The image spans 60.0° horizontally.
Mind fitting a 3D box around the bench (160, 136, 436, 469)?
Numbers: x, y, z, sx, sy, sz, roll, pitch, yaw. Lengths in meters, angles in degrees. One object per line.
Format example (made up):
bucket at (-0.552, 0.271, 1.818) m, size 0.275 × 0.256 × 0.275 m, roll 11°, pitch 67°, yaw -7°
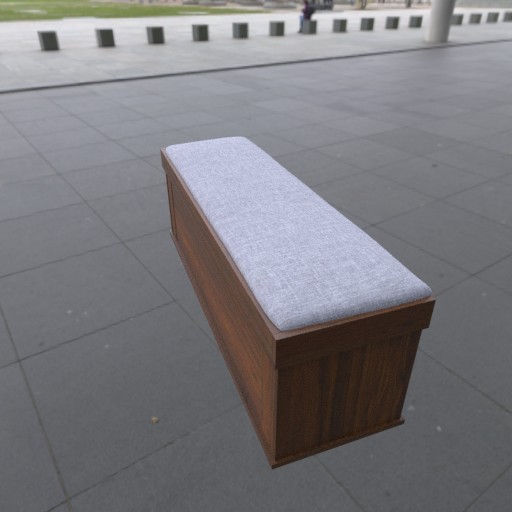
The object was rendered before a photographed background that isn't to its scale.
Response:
bench at (0.000, 0.000, 1.430) m, size 0.367 × 0.468 × 1.196 m, roll -11°, pitch 33°, yaw -17°
